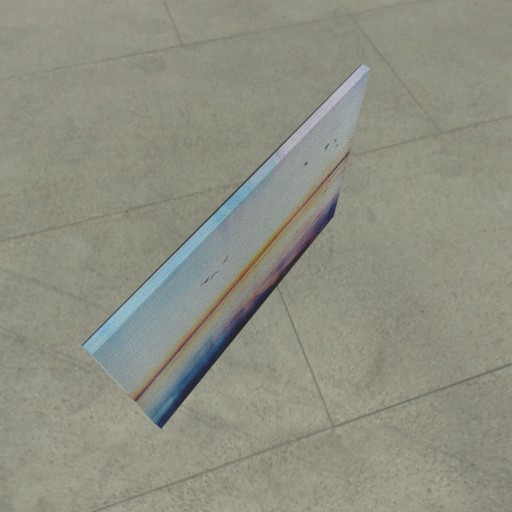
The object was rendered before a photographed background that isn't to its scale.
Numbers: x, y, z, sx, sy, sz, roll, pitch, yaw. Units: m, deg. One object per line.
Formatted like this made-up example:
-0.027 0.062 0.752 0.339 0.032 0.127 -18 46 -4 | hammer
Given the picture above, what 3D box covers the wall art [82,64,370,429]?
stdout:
0.000 0.000 0.770 0.018 0.402 0.604 32 64 18 | wall art
